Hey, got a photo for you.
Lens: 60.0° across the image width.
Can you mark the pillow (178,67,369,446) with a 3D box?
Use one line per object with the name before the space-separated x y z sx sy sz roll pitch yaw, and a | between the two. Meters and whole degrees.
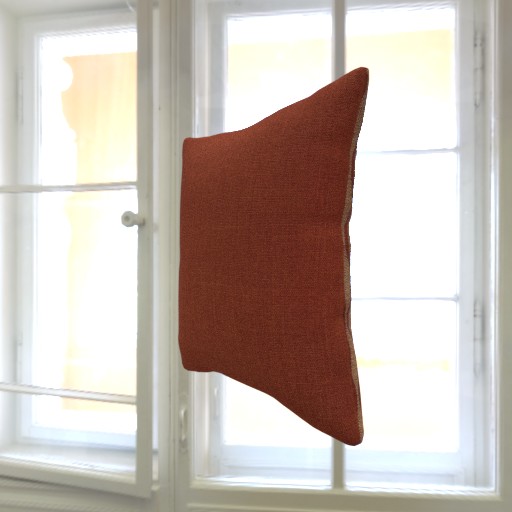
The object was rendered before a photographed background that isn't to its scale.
pillow | 0.000 0.000 0.669 0.159 0.434 0.429 0 1 -38
